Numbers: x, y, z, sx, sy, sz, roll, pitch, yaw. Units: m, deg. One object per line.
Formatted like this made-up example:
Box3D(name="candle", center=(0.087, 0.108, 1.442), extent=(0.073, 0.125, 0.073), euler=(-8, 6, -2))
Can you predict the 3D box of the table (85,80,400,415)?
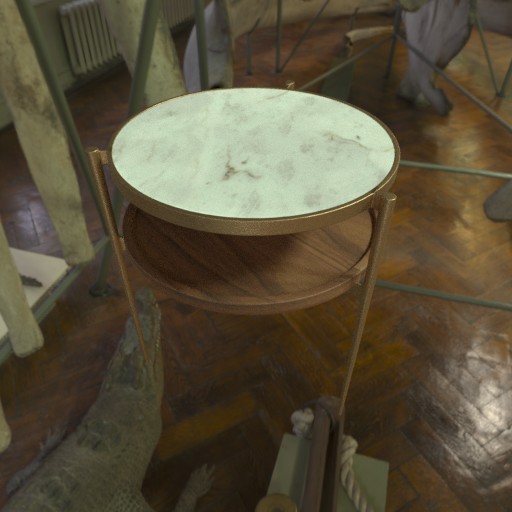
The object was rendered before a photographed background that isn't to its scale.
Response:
Box3D(name="table", center=(0.000, 0.000, 0.824), extent=(0.430, 0.493, 0.456), euler=(11, 42, 13))
